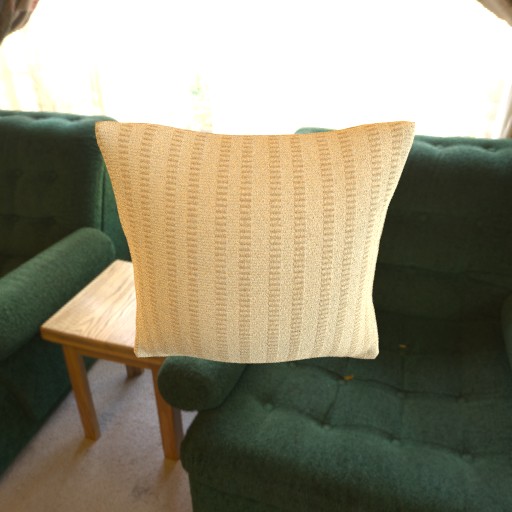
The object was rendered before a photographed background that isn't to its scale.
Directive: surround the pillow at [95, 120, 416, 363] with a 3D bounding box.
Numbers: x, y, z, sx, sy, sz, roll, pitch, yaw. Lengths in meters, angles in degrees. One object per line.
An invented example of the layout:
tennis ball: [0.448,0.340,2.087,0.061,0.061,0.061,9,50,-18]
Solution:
pillow: [0.000,0.000,0.697,0.438,0.419,0.247,0,29,0]
